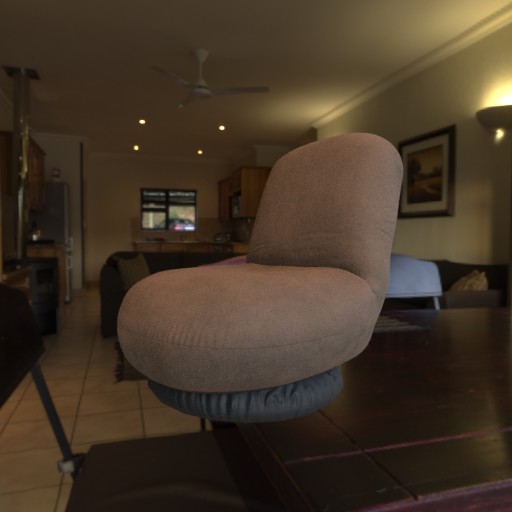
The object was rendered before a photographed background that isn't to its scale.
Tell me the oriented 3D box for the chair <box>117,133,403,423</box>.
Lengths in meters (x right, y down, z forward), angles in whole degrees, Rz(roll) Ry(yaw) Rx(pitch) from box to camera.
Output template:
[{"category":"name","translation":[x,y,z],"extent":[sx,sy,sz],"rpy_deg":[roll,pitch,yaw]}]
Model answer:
[{"category":"chair","translation":[0.000,0.000,1.012],"extent":[0.597,0.594,0.521],"rpy_deg":[-2,3,-36]}]
